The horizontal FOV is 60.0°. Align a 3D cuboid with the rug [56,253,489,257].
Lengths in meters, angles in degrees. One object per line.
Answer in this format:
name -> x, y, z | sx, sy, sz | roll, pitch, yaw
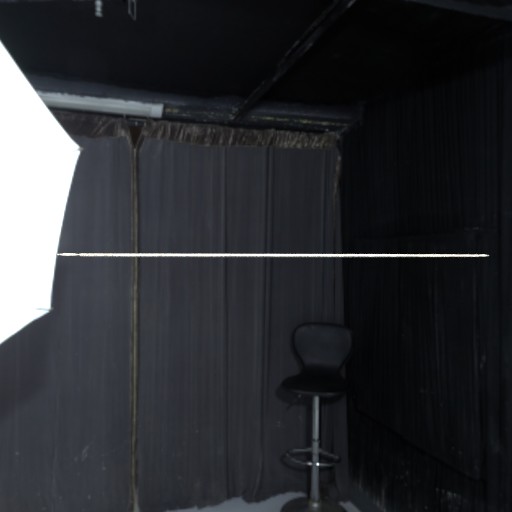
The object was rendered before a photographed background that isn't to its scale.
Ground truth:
rug -> 0.000, 0.000, 2.253 | 1.726, 0.009, 1.278 | 0, 0, -18
